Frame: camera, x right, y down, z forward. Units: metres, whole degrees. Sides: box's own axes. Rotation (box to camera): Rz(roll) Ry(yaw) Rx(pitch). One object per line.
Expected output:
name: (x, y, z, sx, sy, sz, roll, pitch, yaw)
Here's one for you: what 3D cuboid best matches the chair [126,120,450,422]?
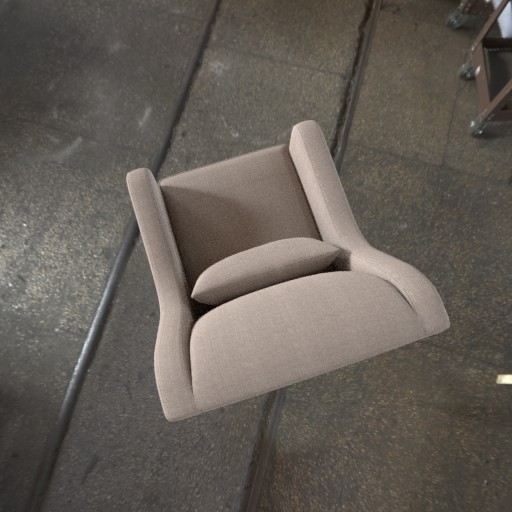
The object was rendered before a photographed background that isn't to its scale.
chair: (0.000, 0.000, 1.595, 0.715, 1.017, 0.890, -17, 75, -5)
